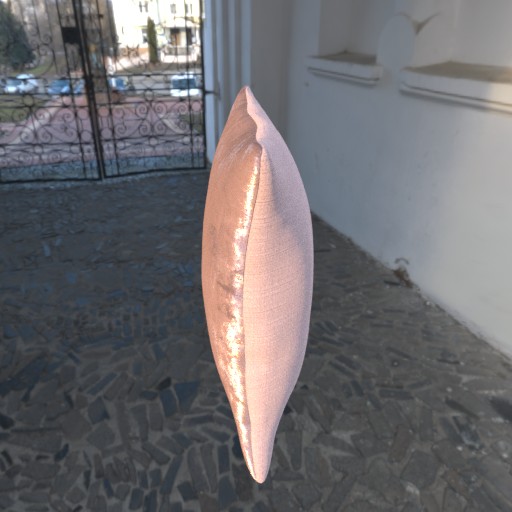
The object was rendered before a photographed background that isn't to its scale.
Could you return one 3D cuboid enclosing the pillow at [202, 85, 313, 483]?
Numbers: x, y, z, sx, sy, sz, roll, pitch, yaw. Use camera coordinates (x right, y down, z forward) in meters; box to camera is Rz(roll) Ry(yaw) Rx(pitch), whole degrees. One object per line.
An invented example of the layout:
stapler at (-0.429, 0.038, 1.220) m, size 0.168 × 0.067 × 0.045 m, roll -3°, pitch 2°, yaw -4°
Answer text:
pillow at (0.000, 0.000, 0.709) m, size 0.175 × 0.464 × 0.470 m, roll -1°, pitch 27°, yaw -1°
